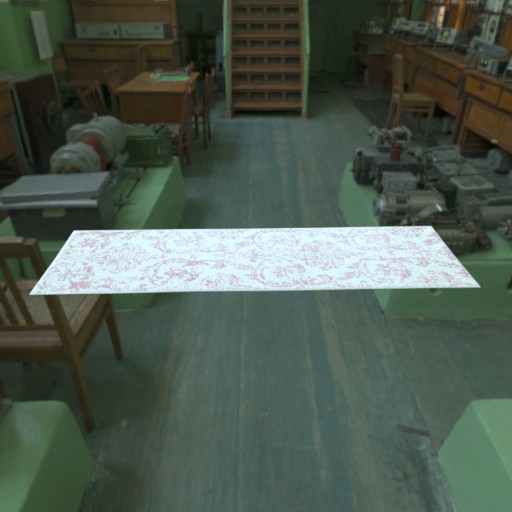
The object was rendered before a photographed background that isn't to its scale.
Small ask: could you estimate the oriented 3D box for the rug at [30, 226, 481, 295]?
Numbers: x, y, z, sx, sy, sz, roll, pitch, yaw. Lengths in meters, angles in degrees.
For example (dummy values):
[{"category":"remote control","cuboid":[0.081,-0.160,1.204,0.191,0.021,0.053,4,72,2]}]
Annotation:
[{"category":"rug","cuboid":[0.000,0.000,2.437,2.196,0.011,0.662,-1,31,-1]}]
